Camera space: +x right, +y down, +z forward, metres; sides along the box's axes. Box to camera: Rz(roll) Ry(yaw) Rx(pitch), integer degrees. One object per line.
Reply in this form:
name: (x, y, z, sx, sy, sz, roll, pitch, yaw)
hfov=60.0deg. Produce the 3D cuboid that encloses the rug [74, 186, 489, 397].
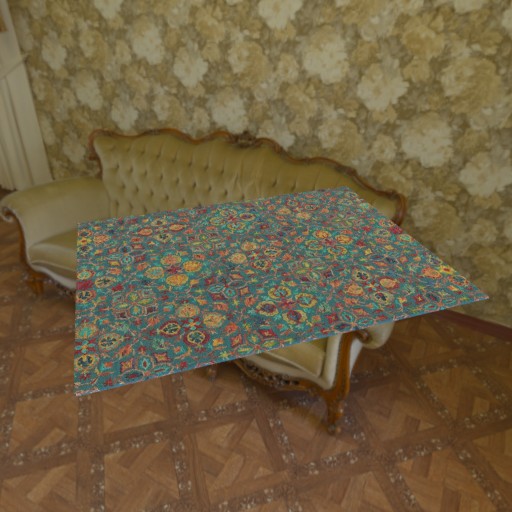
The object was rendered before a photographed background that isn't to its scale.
rug: (0.000, 0.000, 4.166, 3.204, 0.025, 2.434, -10, 33, -16)
